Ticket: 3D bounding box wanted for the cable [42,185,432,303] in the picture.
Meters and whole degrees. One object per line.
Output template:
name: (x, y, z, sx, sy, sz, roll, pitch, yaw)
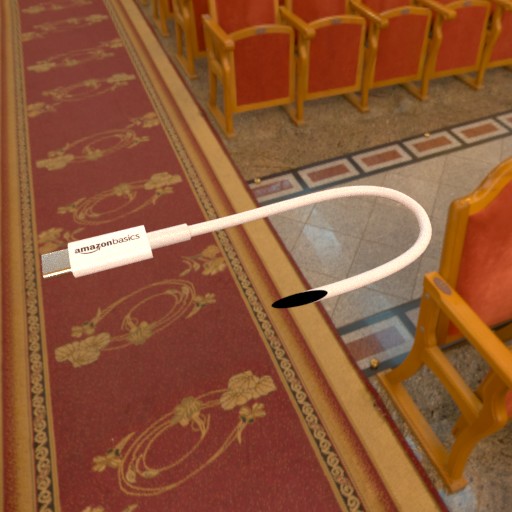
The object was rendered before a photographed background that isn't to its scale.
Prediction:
cable: (0.000, 0.000, 0.110, 0.098, 0.006, 0.040, -15, 48, -15)
